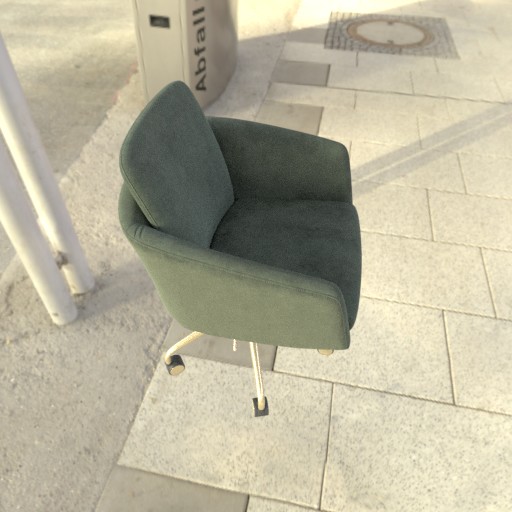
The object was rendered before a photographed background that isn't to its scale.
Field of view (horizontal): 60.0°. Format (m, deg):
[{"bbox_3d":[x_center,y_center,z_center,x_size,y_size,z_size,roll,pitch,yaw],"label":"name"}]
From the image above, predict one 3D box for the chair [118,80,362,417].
[{"bbox_3d":[0.000,0.000,1.375,0.635,0.908,0.641,7,45,7],"label":"chair"}]
